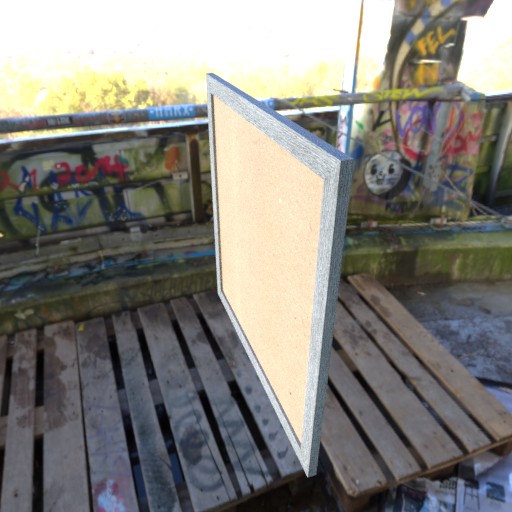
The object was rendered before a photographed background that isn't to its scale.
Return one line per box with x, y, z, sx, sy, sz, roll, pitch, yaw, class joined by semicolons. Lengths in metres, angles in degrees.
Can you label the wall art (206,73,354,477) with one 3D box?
0.000;0.000;1.020;0.020;0.685;0.685;-11;33;-17;wall art
